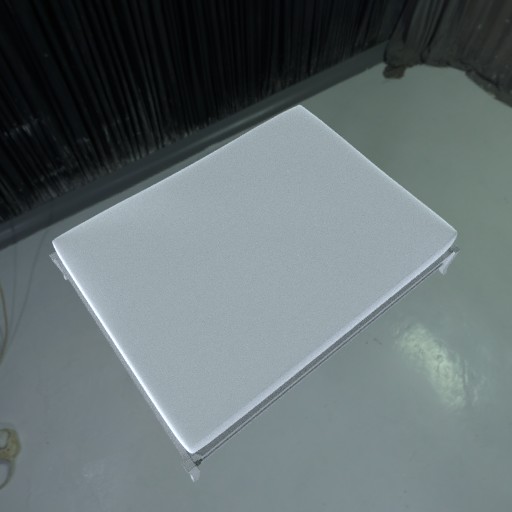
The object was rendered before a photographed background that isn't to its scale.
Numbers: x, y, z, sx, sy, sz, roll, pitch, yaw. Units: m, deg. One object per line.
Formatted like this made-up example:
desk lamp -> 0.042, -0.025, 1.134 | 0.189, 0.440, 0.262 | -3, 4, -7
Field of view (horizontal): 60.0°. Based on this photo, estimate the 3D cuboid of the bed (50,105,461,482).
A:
bed -> 0.000, 0.000, 2.848 | 2.108, 0.510, 1.604 | -34, 65, -18
